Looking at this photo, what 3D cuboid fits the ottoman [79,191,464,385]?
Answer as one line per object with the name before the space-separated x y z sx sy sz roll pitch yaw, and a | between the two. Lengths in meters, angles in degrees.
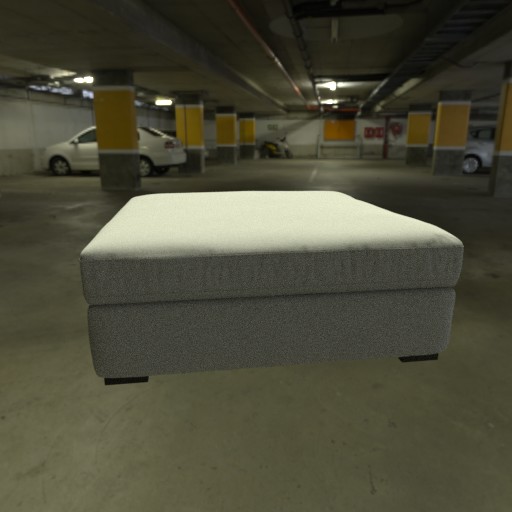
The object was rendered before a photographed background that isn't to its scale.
ottoman | 0.000 0.000 1.847 1.163 0.482 1.167 -2 15 -8
